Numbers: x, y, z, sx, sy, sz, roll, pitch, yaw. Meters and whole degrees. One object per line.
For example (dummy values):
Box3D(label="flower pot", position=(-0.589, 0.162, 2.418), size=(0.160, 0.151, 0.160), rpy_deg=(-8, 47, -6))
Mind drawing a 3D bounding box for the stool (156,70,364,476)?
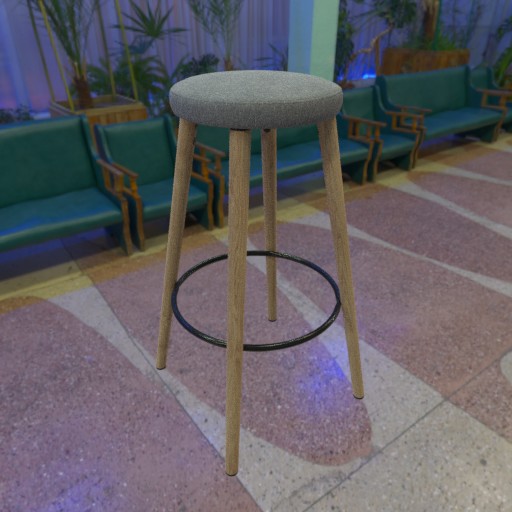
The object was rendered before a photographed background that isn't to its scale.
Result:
Box3D(label="stool", position=(0.000, 0.000, 1.000), size=(0.410, 0.770, 0.410), rpy_deg=(-18, 35, -29))
